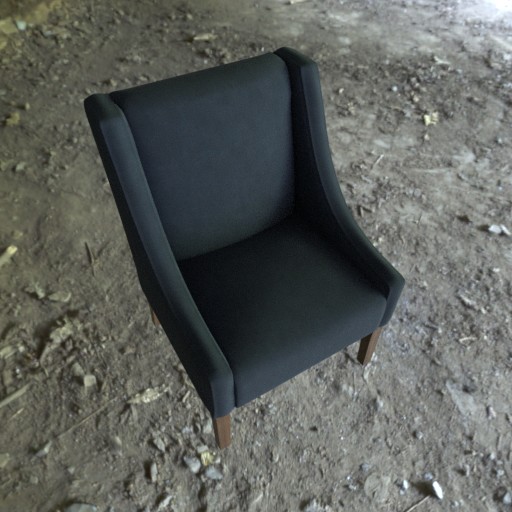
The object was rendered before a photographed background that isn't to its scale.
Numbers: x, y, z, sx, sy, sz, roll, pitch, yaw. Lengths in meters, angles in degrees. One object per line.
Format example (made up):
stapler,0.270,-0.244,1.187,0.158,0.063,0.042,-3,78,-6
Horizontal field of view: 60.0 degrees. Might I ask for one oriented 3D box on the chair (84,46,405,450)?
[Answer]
chair,0.000,0.000,1.306,0.629,0.895,0.629,-24,51,-21
